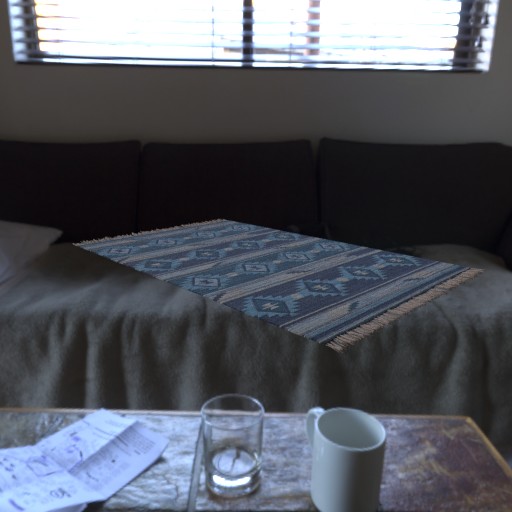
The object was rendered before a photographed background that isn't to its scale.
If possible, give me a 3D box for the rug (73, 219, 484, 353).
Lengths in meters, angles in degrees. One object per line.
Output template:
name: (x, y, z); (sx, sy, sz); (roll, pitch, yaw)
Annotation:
rug: (0.000, 0.000, 2.380); (1.181, 0.028, 1.936); (-14, 20, -42)
